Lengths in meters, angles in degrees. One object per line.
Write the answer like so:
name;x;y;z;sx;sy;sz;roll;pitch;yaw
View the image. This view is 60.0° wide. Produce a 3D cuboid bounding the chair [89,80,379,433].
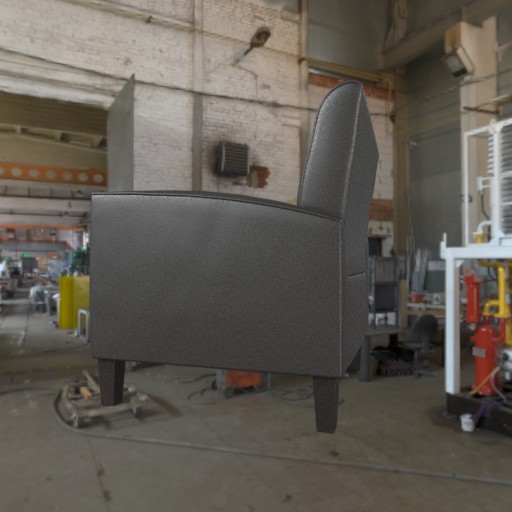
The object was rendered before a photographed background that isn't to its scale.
chair;0.000;0.000;1.592;0.819;0.916;0.820;0;-1;19
